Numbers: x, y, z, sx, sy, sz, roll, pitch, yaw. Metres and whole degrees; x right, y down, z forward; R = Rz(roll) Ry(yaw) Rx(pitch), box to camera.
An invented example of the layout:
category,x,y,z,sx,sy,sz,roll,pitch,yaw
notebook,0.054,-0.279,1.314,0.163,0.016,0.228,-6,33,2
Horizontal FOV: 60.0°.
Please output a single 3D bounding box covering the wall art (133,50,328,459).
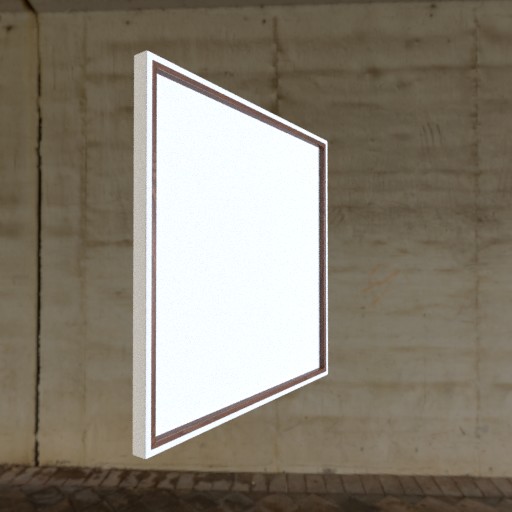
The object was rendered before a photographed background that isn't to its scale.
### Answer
category,x,y,z,sx,sy,sz,roll,pitch,yaw
wall art,0.000,0.000,1.517,0.049,1.009,1.009,-1,-1,35
